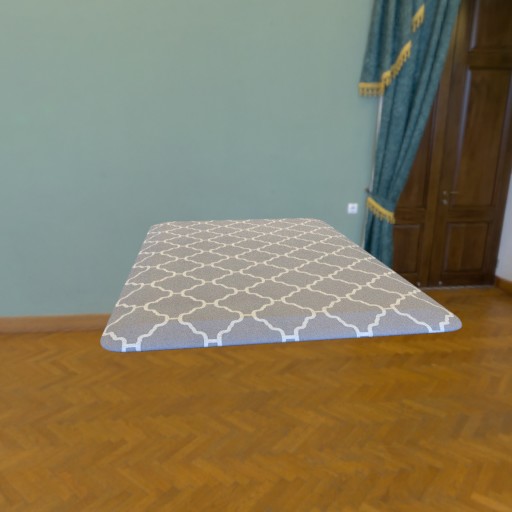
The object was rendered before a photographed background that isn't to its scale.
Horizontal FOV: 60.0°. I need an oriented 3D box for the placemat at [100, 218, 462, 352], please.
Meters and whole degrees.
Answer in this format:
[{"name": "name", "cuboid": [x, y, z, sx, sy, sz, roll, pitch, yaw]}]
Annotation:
[{"name": "placemat", "cuboid": [0.000, 0.000, 0.945, 0.508, 0.021, 0.762, -2, 16, -7]}]
